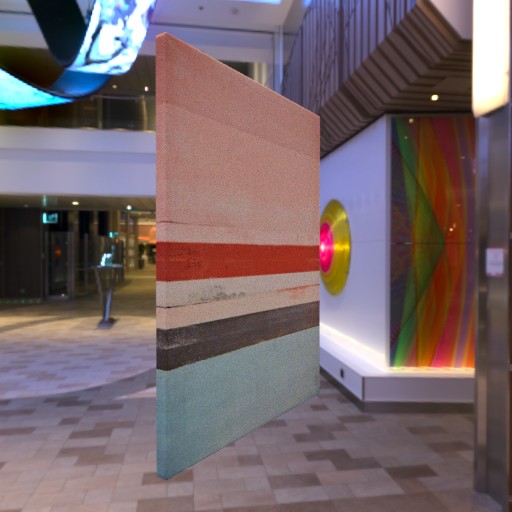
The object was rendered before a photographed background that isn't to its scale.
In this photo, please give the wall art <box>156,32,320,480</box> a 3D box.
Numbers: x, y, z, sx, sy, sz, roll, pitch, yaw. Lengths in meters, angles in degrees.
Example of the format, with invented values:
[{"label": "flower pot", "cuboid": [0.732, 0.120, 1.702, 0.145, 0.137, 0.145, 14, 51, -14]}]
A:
[{"label": "wall art", "cuboid": [0.000, 0.000, 1.326, 0.039, 1.016, 0.761, 0, 1, 35]}]
